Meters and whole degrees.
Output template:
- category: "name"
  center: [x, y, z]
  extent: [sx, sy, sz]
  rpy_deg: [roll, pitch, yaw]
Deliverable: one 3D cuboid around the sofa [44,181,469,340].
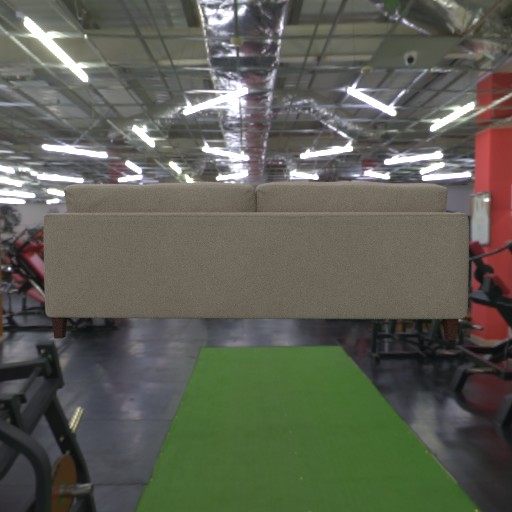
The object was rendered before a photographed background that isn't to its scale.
- category: "sofa"
  center: [0.000, 0.000, 2.940]
  extent: [2.404, 0.912, 0.988]
  rpy_deg: [0, 2, 1]
